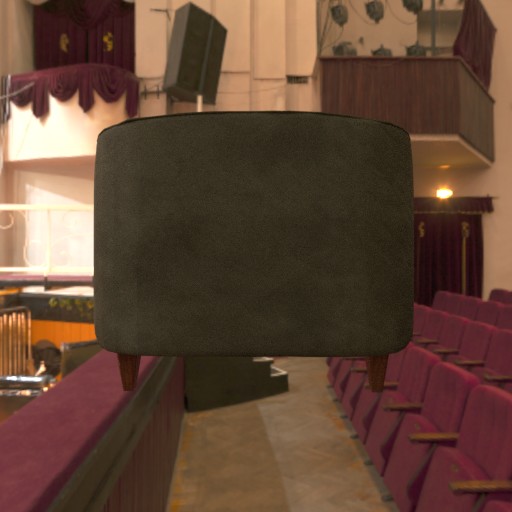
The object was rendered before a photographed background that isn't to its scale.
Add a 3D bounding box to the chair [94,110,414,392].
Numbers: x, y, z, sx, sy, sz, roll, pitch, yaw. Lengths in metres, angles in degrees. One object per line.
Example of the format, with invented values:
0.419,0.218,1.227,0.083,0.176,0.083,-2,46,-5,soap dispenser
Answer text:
0.000,0.000,1.756,1.104,0.852,0.941,0,0,1,chair
